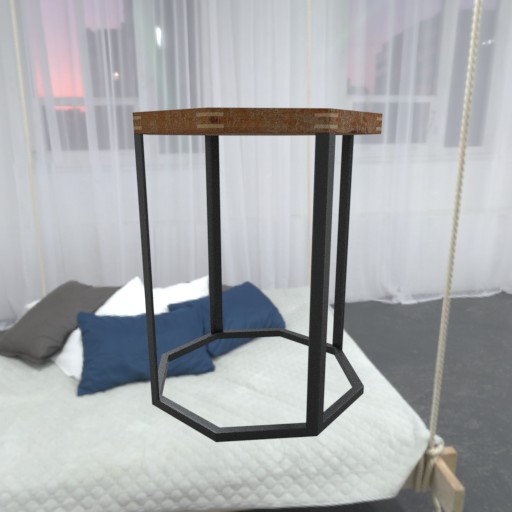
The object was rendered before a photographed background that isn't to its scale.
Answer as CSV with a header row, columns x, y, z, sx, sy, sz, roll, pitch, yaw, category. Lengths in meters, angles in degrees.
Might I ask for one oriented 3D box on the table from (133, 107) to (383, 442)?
x,y,z,sx,sy,sz,roll,pitch,yaw,category
0.000,0.000,0.899,0.458,0.543,0.458,-8,16,-27,table
